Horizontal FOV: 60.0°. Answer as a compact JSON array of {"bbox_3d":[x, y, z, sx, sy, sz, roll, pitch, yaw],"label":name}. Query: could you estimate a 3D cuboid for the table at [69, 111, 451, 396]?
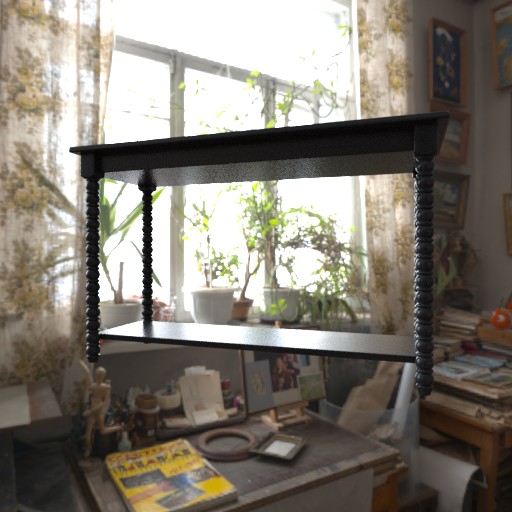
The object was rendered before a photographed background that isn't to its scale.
[{"bbox_3d":[0.000,0.000,1.513,1.184,0.735,0.459,0,0,19],"label":"table"}]
